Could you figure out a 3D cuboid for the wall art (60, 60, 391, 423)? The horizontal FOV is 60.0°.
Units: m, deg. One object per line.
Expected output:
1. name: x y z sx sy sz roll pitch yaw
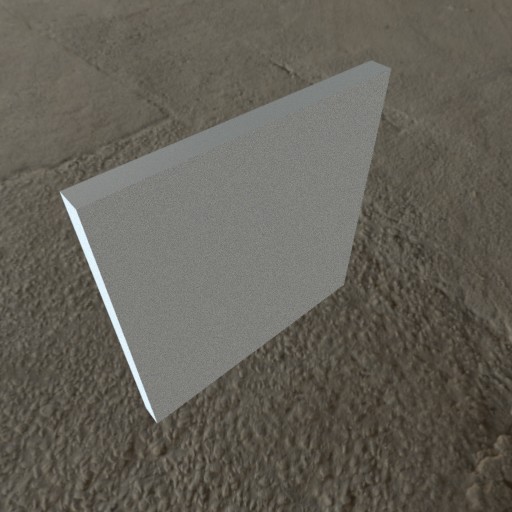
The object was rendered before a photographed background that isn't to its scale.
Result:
1. wall art: 0.000 0.000 0.524 0.355 0.355 0.027 -32 54 -27
